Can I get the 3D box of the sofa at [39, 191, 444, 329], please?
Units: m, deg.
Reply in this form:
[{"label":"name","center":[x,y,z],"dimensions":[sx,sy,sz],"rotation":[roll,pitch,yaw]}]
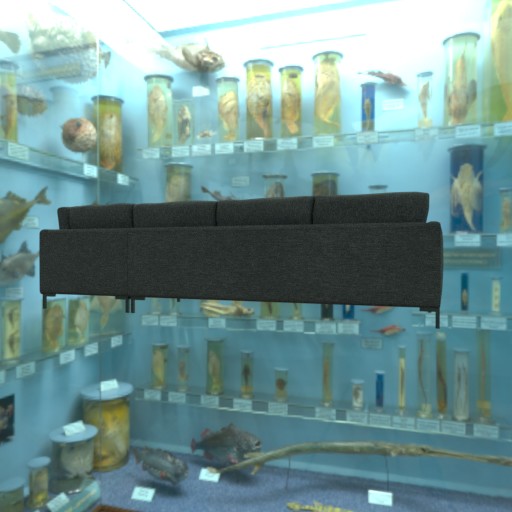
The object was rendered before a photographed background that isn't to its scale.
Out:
[{"label":"sofa","center":[0.000,0.000,3.926],"dimensions":[2.949,0.815,2.007],"rotation":[0,1,18]}]
